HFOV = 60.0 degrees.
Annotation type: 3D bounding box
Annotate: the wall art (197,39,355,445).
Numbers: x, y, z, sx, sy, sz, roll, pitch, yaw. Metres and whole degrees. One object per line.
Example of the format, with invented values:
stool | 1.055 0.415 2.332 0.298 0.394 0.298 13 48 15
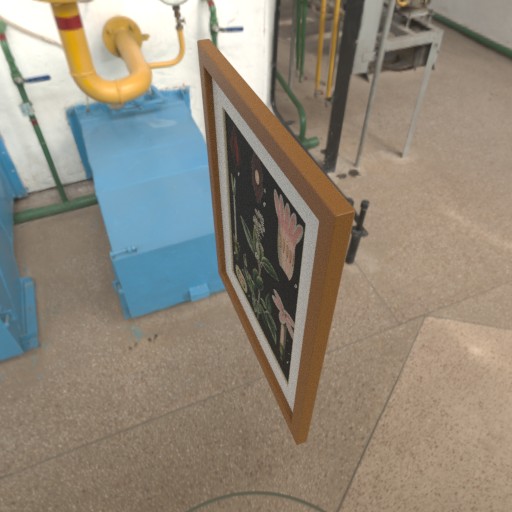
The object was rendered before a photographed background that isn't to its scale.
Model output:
wall art | 0.000 0.000 0.751 0.021 0.550 0.449 -16 48 -15
